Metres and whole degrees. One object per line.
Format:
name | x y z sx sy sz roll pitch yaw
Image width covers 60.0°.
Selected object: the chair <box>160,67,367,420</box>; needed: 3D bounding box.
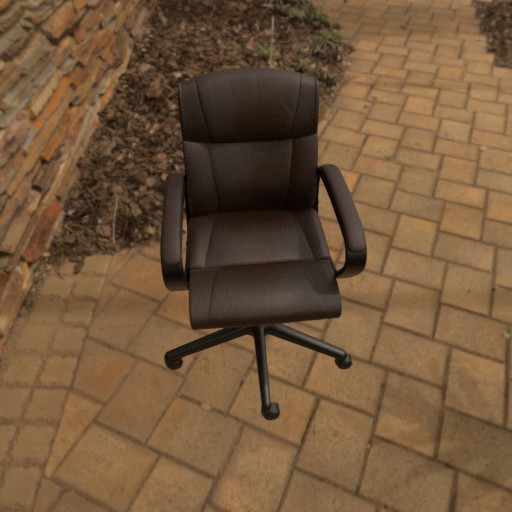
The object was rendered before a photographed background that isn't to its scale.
chair | 0.000 0.000 1.509 0.739 1.004 0.717 -4 46 -4
